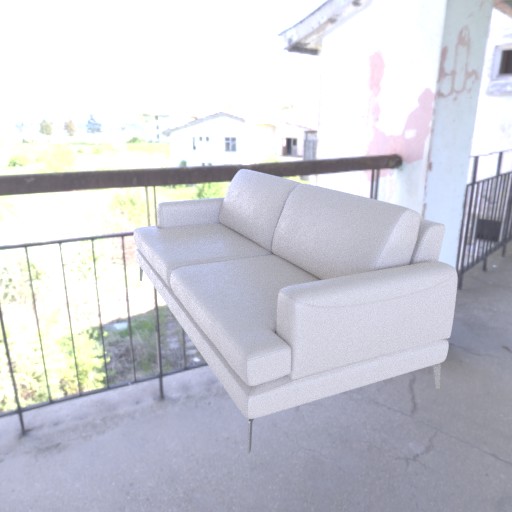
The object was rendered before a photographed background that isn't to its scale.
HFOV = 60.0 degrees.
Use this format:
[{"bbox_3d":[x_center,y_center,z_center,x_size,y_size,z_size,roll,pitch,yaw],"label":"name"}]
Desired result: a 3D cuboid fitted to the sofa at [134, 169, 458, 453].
[{"bbox_3d":[0.000,0.000,2.400,0.974,0.765,1.940,-8,19,-24],"label":"sofa"}]
